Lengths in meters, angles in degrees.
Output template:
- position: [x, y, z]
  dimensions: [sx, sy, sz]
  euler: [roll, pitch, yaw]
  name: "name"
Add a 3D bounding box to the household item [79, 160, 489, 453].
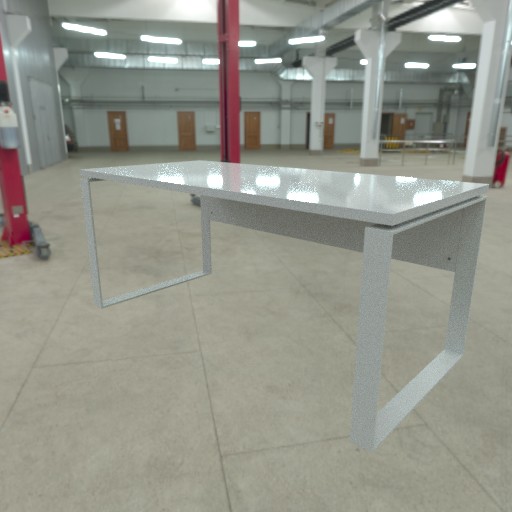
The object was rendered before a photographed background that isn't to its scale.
- position: [0.000, 0.000, 2.080]
  dimensions: [1.700, 0.745, 0.800]
  euler: [15, 22, 41]
  name: "household item"
